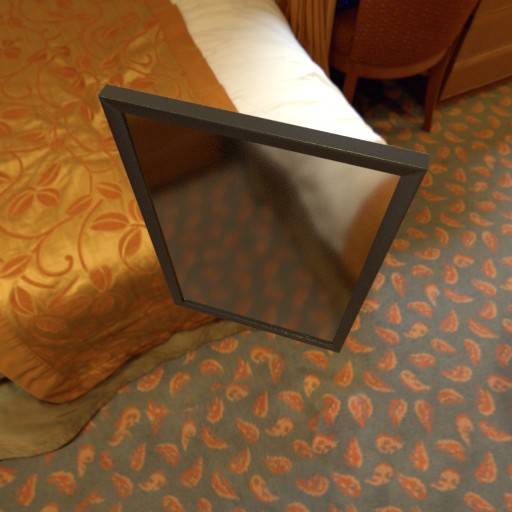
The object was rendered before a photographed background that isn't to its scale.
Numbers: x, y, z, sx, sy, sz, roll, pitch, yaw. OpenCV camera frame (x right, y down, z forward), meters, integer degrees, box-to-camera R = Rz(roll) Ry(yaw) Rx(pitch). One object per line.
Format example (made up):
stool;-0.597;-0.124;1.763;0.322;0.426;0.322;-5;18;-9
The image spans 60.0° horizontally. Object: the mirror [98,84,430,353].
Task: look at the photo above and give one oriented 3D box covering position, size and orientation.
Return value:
mirror;0.000;0.000;1.181;0.609;0.915;0.040;15;60;9
